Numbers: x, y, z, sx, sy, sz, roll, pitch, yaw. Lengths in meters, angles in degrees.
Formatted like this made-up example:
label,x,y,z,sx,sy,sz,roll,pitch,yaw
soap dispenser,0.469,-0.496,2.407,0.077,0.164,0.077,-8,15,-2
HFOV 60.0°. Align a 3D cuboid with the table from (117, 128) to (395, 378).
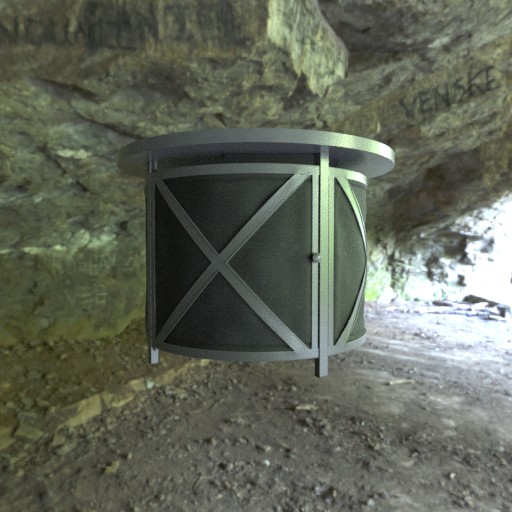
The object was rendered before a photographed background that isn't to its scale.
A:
label,x,y,z,sx,sy,sz,roll,pitch,yaw
table,0.000,0.000,1.541,0.914,0.650,0.914,0,2,0
